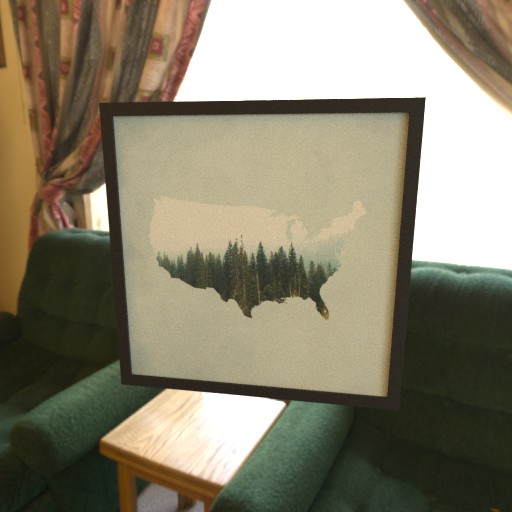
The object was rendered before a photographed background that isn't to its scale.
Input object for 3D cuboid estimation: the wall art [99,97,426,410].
[{"bbox_3d":[0.000,0.000,0.461,0.304,0.304,0.038,2,14,9],"label":"wall art"}]
